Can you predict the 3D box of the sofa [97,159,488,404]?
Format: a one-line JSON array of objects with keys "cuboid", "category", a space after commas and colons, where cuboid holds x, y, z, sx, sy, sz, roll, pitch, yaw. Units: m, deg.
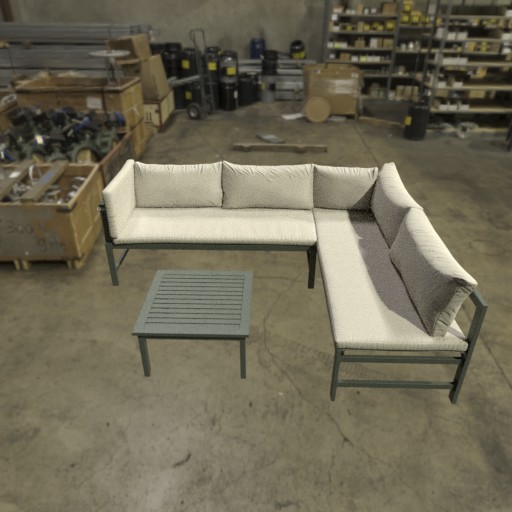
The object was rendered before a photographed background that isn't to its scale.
[{"cuboid": [0.000, 0.000, 2.817, 2.096, 0.758, 1.658, 1, 31, 1], "category": "sofa"}]
